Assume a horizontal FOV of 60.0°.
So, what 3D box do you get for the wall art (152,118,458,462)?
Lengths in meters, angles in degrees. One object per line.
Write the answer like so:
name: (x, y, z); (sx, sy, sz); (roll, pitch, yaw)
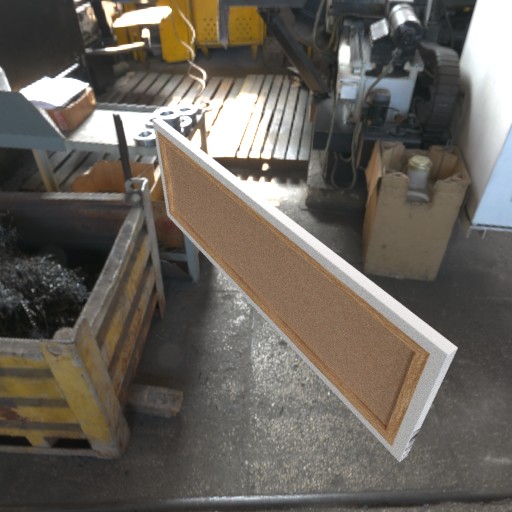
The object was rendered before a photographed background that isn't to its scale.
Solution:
wall art: (0.000, 0.000, 1.616); (0.039, 0.507, 1.520); (-24, 46, -26)
